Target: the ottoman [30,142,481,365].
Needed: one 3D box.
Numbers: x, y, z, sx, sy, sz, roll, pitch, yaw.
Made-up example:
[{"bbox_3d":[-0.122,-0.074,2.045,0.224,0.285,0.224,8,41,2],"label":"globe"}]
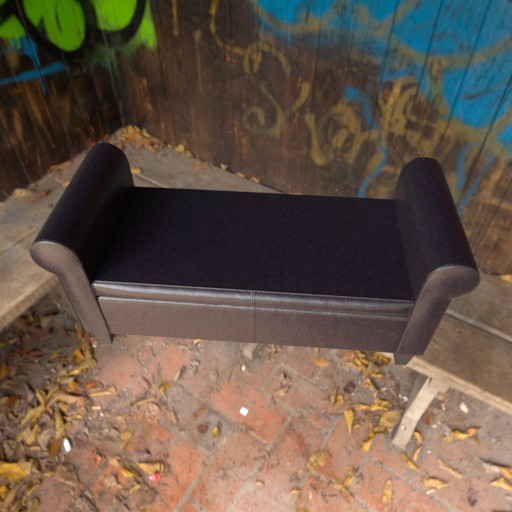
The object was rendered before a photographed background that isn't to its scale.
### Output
[{"bbox_3d":[0.000,0.000,1.555,1.256,0.547,0.521,3,46,3],"label":"ottoman"}]
